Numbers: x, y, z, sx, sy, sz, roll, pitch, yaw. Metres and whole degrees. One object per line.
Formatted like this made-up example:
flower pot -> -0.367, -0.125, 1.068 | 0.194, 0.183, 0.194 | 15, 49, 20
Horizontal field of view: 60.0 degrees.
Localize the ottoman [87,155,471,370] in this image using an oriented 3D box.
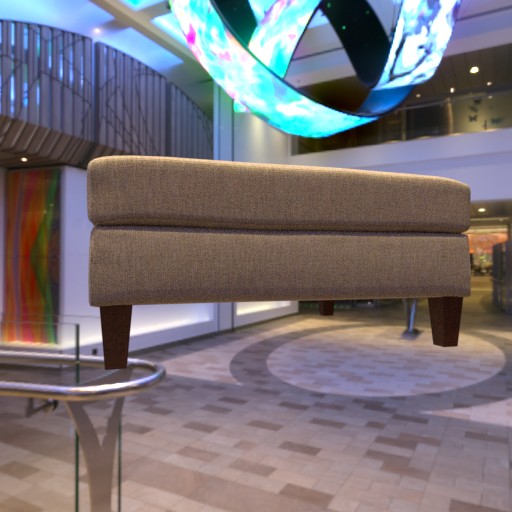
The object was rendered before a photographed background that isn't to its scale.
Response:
ottoman -> 0.000, 0.000, 1.426 | 0.976, 0.492, 0.836 | 0, -1, -17
